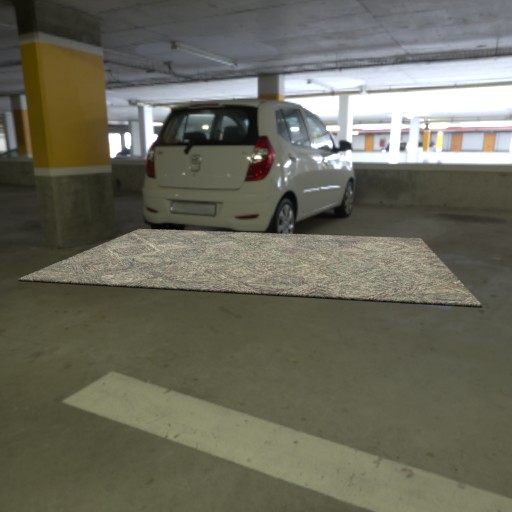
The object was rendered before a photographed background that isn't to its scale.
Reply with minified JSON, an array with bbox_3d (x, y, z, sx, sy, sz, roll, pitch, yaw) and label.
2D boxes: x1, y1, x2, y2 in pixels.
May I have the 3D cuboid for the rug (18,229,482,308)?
[{"bbox_3d":[0.000,0.000,2.867,2.298,0.017,1.501,2,14,10],"label":"rug"}]
